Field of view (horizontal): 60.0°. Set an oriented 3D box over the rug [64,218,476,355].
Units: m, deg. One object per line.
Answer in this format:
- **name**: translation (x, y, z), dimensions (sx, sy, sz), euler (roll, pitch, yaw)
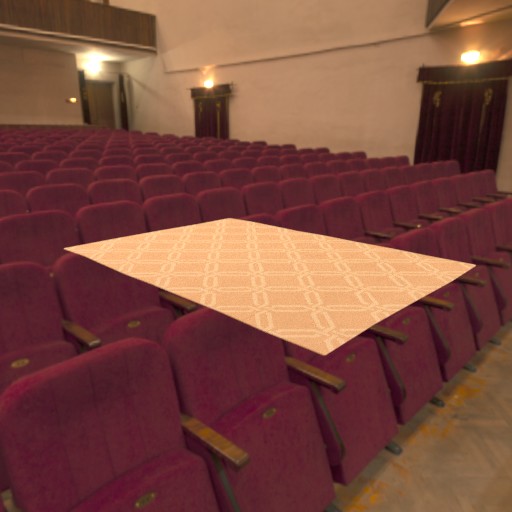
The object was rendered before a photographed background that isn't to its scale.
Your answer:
- **rug**: translation (0.000, 0.000, 2.774), dimensions (2.135, 0.013, 1.524), euler (15, 21, 42)
